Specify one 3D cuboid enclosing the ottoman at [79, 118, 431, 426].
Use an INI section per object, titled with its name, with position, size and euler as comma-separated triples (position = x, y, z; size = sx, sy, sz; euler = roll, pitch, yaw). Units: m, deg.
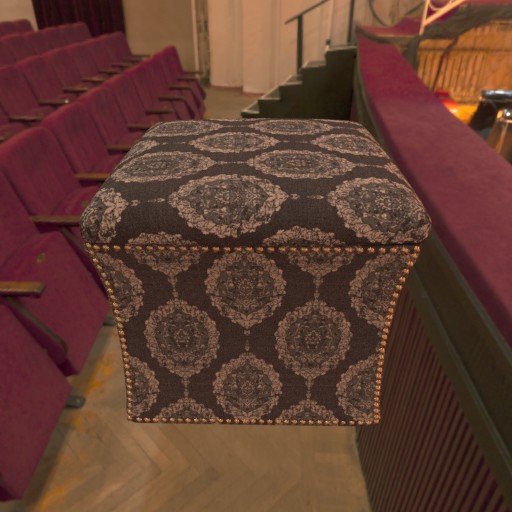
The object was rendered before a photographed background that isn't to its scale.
[ottoman]
position = 0.000, 0.000, 0.908
size = 0.507, 0.475, 0.497
euler = 1, 31, 1
